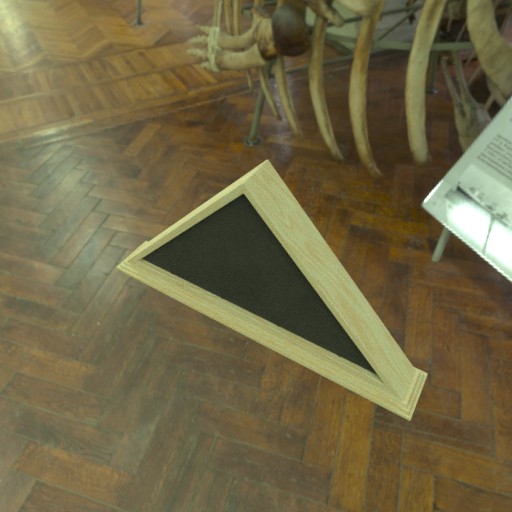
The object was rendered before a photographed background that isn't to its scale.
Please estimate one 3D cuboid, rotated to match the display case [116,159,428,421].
[{"bbox_3d":[0.000,0.000,0.738,0.640,0.340,0.095,24,50,21],"label":"display case"}]
